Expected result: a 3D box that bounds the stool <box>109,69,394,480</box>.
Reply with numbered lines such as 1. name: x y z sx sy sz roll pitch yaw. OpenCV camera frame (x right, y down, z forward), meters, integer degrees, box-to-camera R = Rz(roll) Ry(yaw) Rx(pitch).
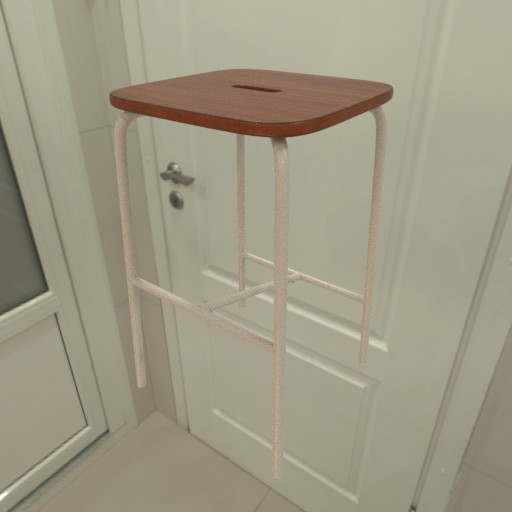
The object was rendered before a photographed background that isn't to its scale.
1. stool: 0.000 0.000 0.849 0.376 0.610 0.376 20 36 31
